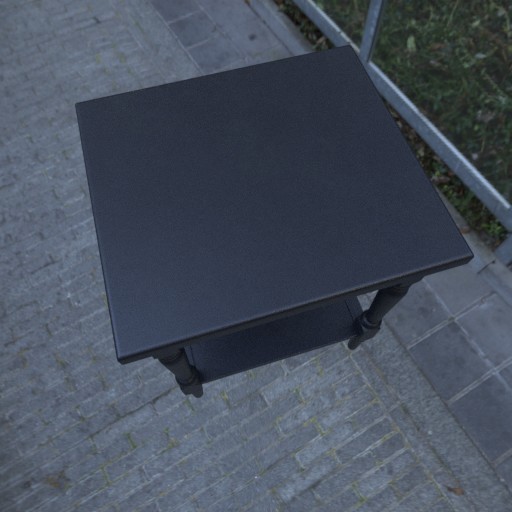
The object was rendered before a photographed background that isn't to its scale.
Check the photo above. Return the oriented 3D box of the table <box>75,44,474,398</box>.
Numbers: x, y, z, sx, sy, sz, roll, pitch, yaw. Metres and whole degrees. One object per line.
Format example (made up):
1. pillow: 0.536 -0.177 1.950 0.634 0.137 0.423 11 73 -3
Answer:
1. table: 0.000 0.000 0.914 0.488 0.565 0.442 -15 64 -7
